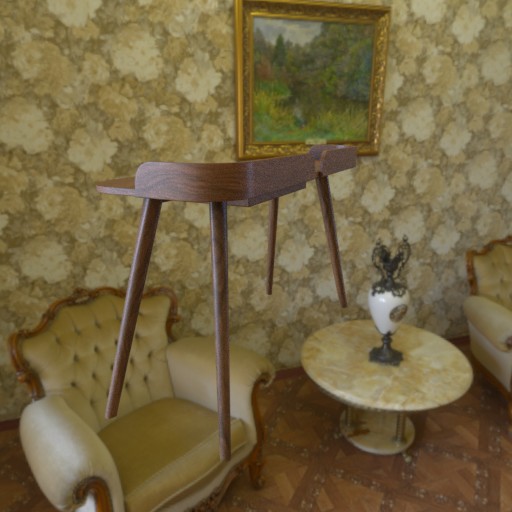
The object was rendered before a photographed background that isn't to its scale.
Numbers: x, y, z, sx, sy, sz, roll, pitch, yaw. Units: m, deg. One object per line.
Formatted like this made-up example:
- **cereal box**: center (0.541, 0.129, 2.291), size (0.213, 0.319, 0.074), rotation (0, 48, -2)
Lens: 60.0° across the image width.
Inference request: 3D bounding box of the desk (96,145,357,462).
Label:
- **desk**: center (0.000, 0.000, 1.724), size (0.486, 0.800, 1.256), rotation (8, 18, 25)
